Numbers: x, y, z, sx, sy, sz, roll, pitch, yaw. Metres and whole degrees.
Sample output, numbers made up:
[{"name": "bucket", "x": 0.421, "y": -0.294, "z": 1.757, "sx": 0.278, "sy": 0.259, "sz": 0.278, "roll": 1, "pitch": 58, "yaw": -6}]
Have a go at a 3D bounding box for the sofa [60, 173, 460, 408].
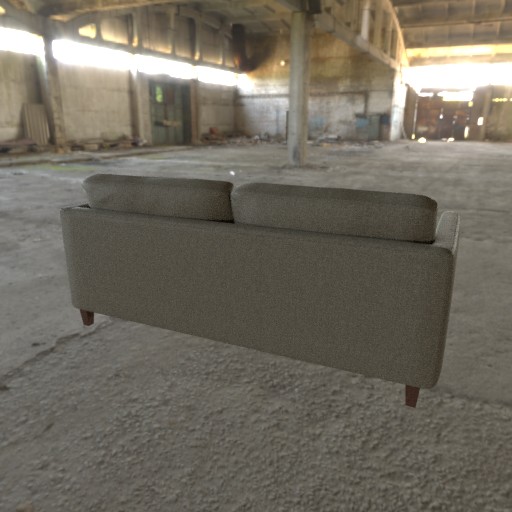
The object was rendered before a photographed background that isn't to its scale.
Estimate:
[{"name": "sofa", "x": 0.000, "y": 0.000, "z": 2.690, "sx": 2.208, "sy": 0.960, "sz": 0.956, "roll": 8, "pitch": 19, "yaw": 24}]
